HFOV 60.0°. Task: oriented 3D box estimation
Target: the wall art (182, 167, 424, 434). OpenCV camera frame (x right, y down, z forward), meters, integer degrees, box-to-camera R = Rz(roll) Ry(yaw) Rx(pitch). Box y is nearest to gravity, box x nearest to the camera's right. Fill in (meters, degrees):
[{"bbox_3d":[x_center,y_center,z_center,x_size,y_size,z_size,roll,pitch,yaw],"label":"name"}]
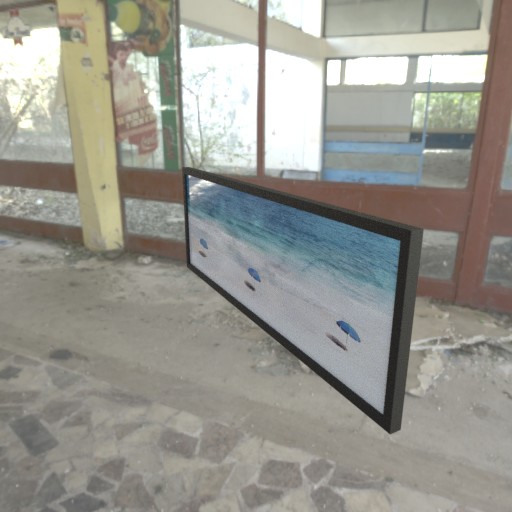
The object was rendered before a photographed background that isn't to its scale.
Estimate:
[{"bbox_3d":[0.000,0.000,1.761,0.041,0.554,1.572,-9,19,-27],"label":"wall art"}]
